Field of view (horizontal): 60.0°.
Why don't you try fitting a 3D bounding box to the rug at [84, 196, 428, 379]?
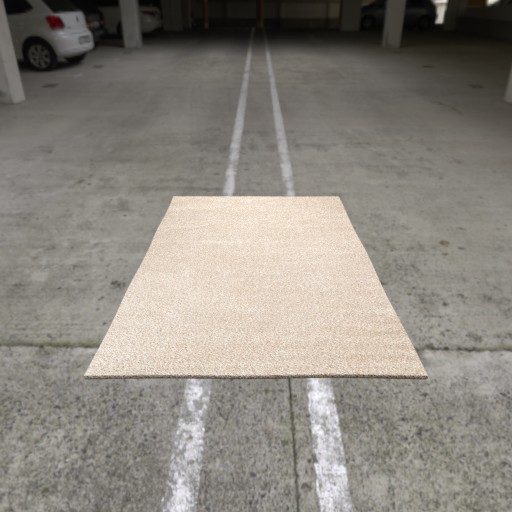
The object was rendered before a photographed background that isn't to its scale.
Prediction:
[{"bbox_3d":[0.000,0.000,2.978,1.500,0.025,2.346,0,27,0],"label":"rug"}]
